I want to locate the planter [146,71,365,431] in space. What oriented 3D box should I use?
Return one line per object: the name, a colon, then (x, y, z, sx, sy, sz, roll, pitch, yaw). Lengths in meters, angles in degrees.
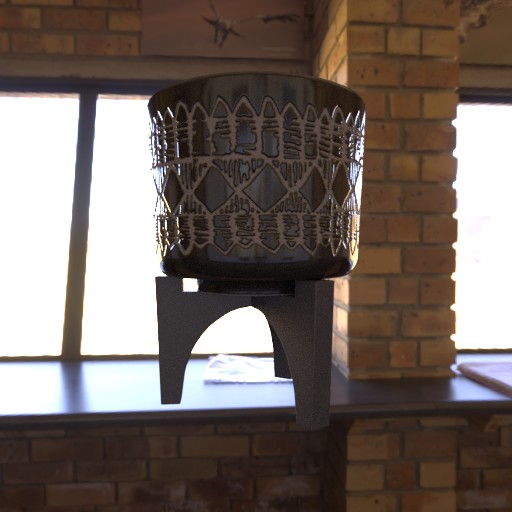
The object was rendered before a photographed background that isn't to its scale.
planter: (0.000, 0.000, 0.410, 0.196, 0.264, 0.196, -1, 1, -35)
